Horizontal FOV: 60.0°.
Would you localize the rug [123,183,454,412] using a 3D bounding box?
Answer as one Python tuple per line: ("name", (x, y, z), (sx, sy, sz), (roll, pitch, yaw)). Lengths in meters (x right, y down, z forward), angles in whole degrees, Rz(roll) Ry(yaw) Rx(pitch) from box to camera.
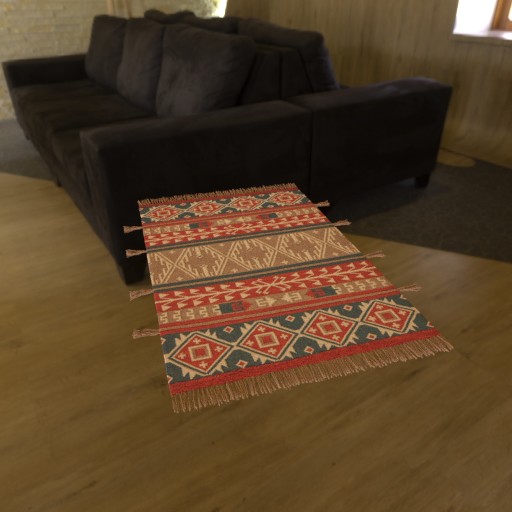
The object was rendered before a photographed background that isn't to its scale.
("rug", (0.000, 0.000, 2.607), (1.469, 0.040, 2.025), (-9, 32, -14))
